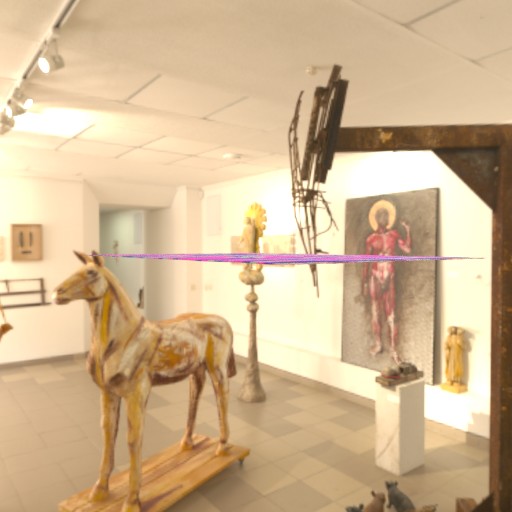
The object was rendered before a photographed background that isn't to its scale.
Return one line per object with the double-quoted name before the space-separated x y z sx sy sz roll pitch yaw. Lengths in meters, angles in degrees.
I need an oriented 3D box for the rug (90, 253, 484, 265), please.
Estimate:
"rug" 0.000 0.000 2.983 1.539 0.013 2.350 -1 2 -38
